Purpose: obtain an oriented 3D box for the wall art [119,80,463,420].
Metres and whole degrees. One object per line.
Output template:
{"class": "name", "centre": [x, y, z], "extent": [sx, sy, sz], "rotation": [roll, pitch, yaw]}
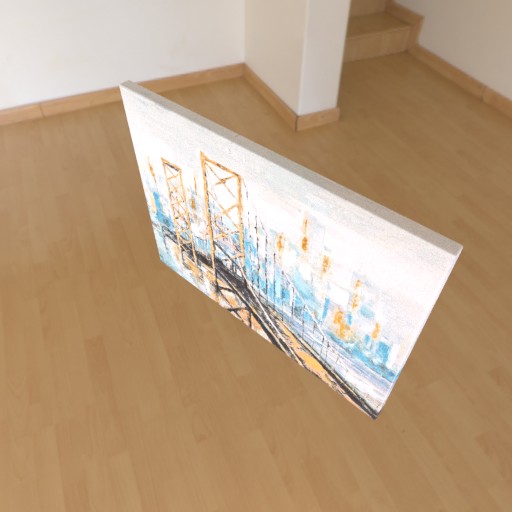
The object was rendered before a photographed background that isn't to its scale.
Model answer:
{"class": "wall art", "centre": [0.000, 0.000, 1.336], "extent": [1.016, 0.762, 0.038], "rotation": [33, 55, 26]}
